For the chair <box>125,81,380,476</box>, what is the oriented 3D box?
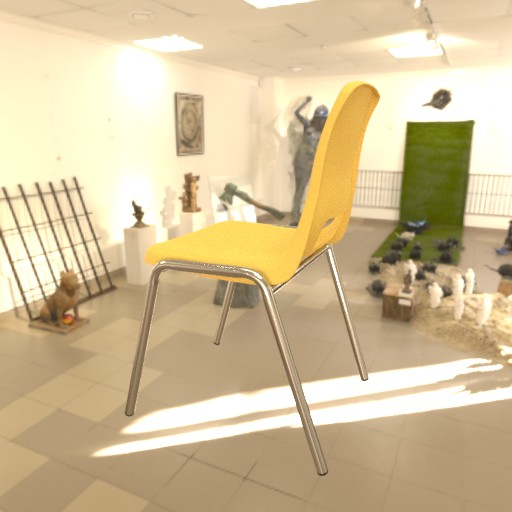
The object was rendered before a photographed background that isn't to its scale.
[{"bbox_3d":[0.000,0.000,0.917,0.436,0.653,0.381,7,17,25],"label":"chair"}]
